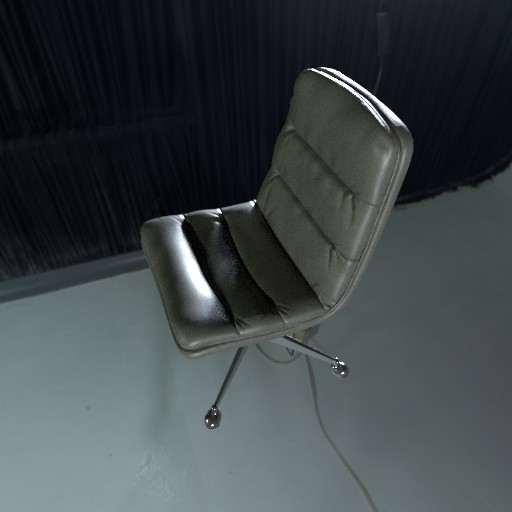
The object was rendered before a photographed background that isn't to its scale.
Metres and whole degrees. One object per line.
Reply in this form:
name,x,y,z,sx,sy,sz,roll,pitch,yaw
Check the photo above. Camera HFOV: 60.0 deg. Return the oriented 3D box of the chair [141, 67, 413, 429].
chair,0.000,0.000,1.056,0.485,0.738,0.422,-17,48,-16
